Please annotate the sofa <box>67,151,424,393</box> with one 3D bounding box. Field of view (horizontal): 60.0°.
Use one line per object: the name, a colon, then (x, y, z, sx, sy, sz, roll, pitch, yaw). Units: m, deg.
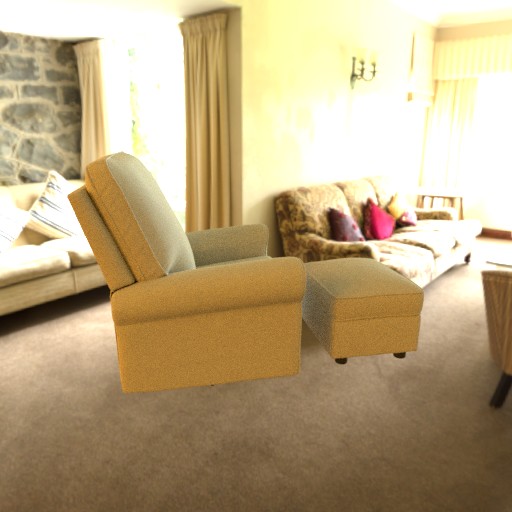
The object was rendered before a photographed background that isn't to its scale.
sofa: (0.000, 0.000, 2.093, 1.478, 0.959, 0.880, -3, 16, -10)
